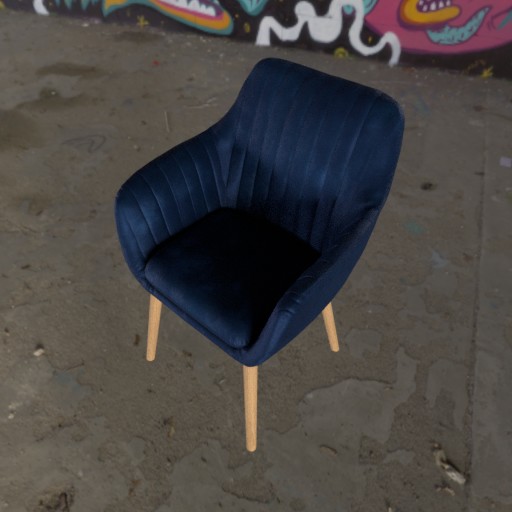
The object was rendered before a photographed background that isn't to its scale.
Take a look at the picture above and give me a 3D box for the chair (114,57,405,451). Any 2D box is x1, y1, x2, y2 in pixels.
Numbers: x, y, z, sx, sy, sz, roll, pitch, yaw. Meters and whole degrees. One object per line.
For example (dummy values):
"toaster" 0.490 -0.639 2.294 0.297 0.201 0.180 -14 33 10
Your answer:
"chair" 0.000 0.000 1.209 0.578 0.826 0.573 32 53 28
